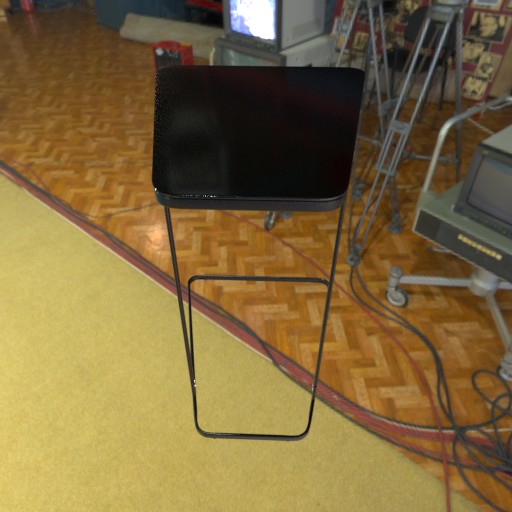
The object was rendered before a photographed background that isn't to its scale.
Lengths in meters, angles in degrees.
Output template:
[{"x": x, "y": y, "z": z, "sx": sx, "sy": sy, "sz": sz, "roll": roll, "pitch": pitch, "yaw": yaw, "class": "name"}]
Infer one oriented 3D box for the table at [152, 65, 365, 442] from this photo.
[{"x": 0.000, "y": 0.000, "z": 0.944, "sx": 0.427, "sy": 0.624, "sz": 0.500, "roll": 1, "pitch": 41, "yaw": 2, "class": "table"}]
